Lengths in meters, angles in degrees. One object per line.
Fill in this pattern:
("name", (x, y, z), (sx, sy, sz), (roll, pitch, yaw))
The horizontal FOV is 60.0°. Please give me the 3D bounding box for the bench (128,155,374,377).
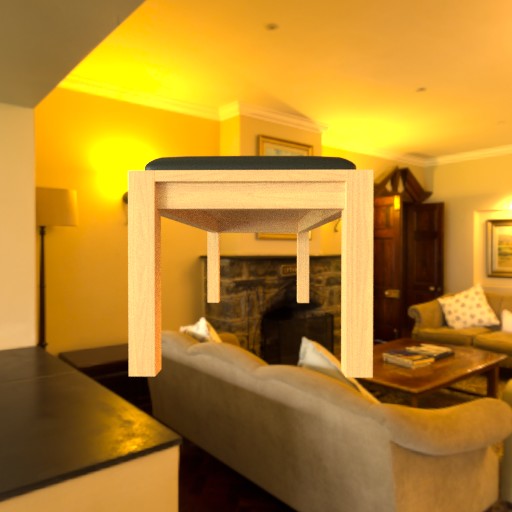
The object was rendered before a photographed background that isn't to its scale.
("bench", (0.000, 0.000, 1.414), (0.450, 0.430, 1.202), (0, 1, 1))
